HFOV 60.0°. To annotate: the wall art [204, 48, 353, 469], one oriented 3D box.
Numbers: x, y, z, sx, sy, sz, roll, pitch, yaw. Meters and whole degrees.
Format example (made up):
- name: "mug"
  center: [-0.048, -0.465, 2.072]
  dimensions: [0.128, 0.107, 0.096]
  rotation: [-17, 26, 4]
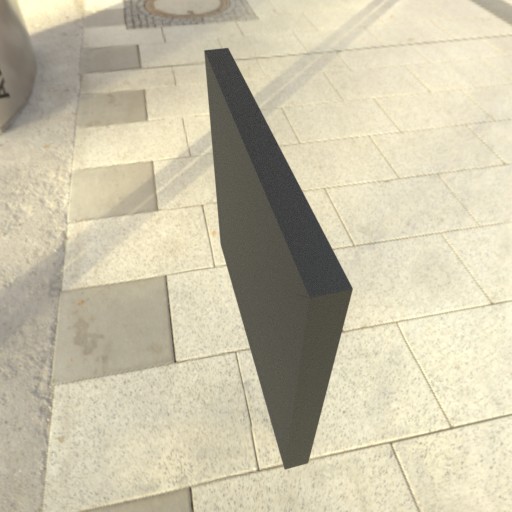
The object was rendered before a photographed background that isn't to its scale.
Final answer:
- name: "wall art"
  center: [0.000, 0.000, 0.525]
  dimensions: [0.029, 0.330, 0.381]
  rotation: [-11, 48, -10]
